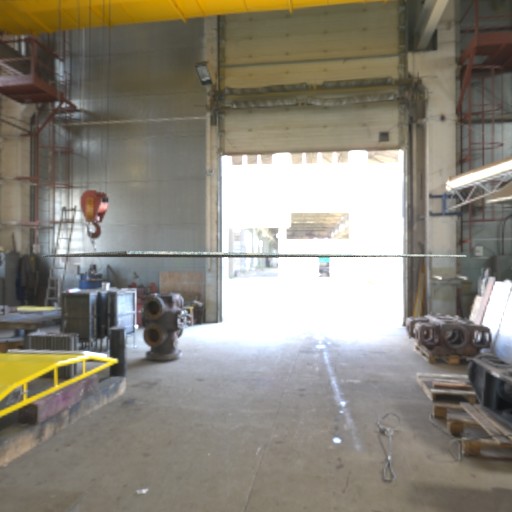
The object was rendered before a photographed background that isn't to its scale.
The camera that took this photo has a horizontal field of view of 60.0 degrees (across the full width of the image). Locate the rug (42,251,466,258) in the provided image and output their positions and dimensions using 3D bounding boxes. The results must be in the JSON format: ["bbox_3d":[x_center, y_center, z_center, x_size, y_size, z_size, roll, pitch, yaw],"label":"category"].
[{"bbox_3d":[0.000,0.000,2.301,1.820,0.009,1.260,0,-1,-36],"label":"rug"}]
